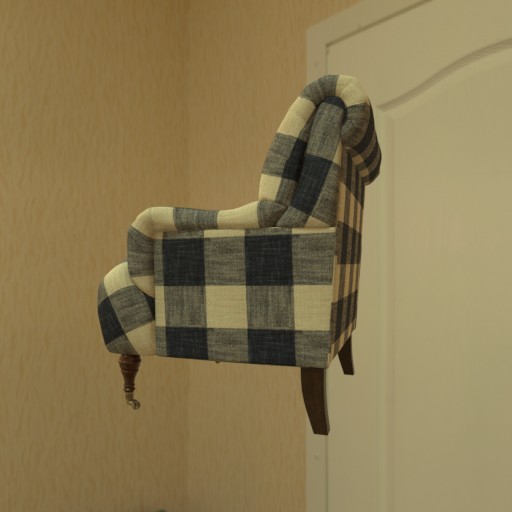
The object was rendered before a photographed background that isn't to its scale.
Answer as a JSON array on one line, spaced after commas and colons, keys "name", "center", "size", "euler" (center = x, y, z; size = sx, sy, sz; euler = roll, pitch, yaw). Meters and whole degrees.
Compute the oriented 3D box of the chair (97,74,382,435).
[{"name": "chair", "center": [0.000, 0.000, 1.591], "size": [0.848, 0.953, 0.781], "euler": [0, 0, 18]}]
